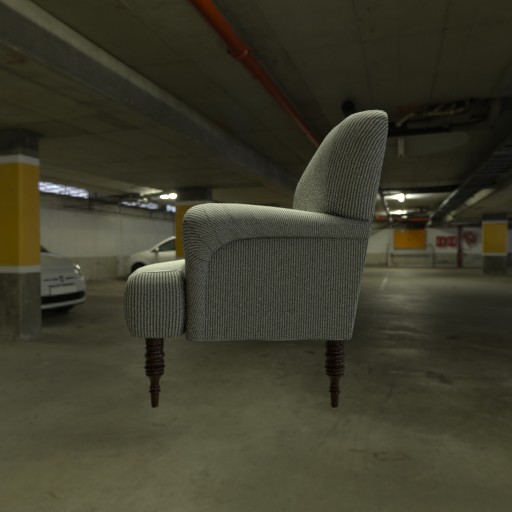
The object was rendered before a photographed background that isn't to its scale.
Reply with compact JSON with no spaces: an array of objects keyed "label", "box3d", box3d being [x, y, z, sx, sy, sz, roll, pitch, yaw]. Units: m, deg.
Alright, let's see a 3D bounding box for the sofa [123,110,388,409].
[{"label":"sofa","box3d":[0.000,0.000,1.859,0.779,0.889,1.297,0,1,0]}]
